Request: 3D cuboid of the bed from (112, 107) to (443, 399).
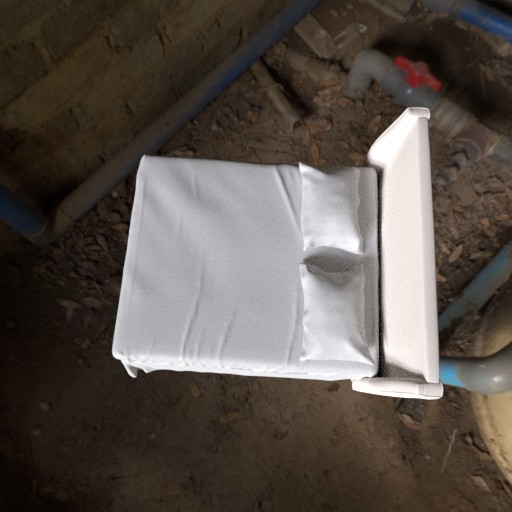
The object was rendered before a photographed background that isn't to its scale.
[{"bbox_3d":[0.000,0.000,3.409,2.276,1.332,1.925,4,74,1],"label":"bed"}]
